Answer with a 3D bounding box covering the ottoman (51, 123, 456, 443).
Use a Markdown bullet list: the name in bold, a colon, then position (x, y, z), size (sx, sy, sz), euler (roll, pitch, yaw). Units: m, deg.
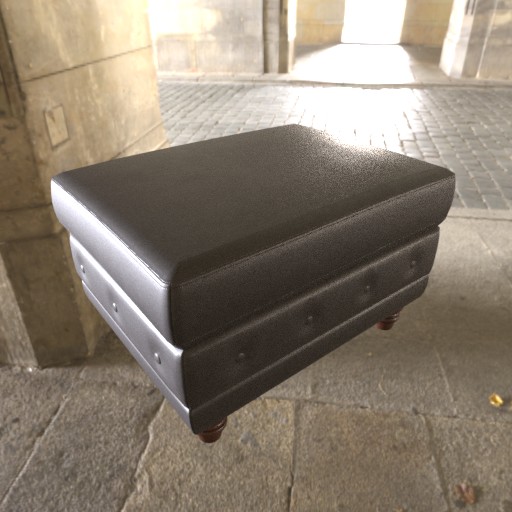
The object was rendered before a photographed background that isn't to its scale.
- **ottoman**: position (0.000, 0.000, 1.154), size (0.795, 0.498, 0.590), euler (-22, 37, -32)
